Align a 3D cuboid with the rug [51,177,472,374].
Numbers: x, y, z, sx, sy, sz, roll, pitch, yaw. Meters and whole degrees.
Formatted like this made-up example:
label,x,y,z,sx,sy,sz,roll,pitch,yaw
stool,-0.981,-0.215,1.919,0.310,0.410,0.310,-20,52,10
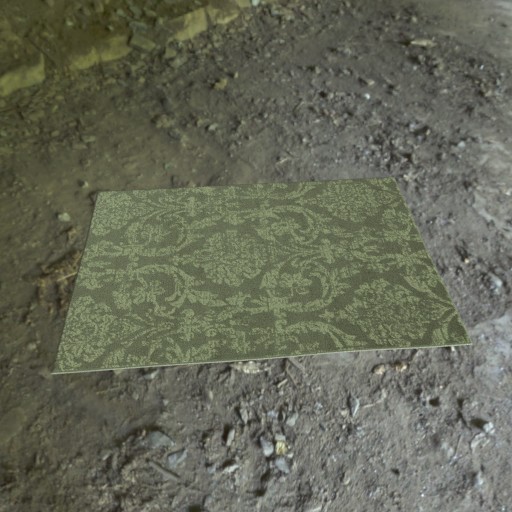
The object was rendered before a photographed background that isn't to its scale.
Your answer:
label,x,y,z,sx,sy,sz,roll,pitch,yaw
rug,0.000,0.000,2.315,1.824,0.012,1.206,-3,47,-3
